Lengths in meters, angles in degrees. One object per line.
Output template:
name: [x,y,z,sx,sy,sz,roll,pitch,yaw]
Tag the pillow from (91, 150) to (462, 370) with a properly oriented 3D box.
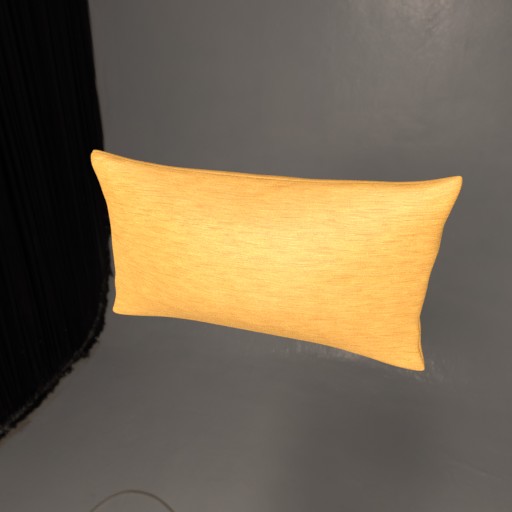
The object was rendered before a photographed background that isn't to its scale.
pillow: [0.000,0.000,0.805,0.634,0.354,0.210,8,27,15]
